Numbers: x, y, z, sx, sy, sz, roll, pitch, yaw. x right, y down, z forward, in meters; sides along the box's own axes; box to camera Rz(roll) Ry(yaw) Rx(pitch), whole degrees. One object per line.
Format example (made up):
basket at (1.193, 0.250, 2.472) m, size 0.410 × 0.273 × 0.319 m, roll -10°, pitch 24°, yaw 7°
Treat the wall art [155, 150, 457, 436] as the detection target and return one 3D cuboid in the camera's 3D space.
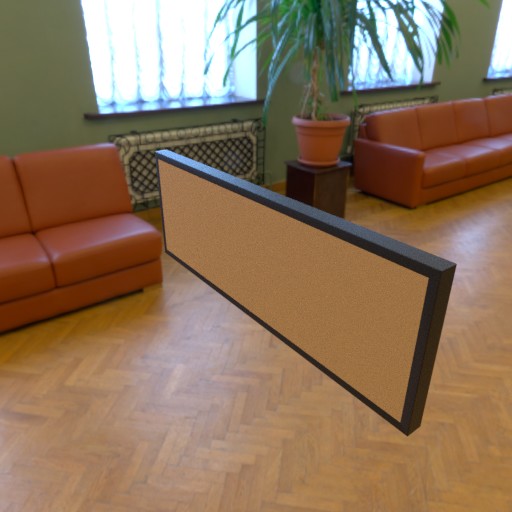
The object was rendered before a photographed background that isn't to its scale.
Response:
wall art at (0.000, 0.000, 0.968) m, size 0.037 × 0.303 × 0.860 m, roll -18°, pitch 32°, yaw -33°
